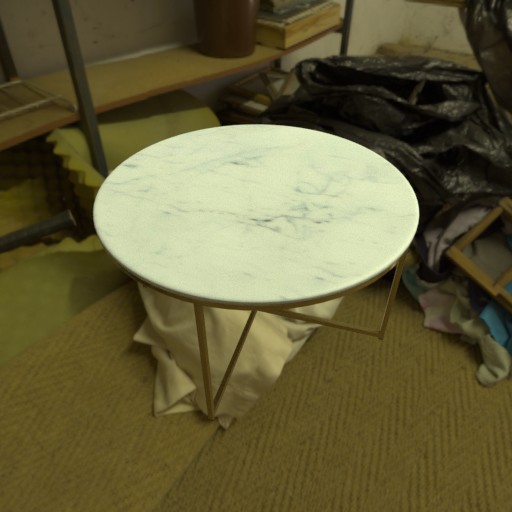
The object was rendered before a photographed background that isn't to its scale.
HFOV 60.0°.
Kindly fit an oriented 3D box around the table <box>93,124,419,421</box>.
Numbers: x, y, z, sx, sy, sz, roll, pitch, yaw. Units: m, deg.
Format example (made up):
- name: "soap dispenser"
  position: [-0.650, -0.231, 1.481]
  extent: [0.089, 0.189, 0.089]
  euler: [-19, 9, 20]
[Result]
- name: "table"
  position: [0.000, 0.000, 1.270]
  extent: [0.800, 0.450, 0.800]
  euler: [0, 40, 0]
